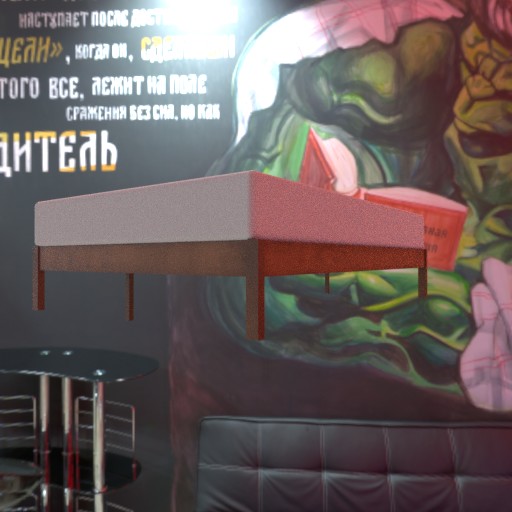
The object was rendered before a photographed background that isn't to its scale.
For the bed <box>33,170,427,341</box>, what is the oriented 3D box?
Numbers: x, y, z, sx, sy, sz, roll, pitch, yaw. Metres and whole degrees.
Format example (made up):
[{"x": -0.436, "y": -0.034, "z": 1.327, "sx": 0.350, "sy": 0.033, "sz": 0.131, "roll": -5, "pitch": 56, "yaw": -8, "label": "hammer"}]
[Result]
[{"x": 0.000, "y": 0.000, "z": 2.790, "sx": 1.529, "sy": 0.593, "sz": 2.050, "roll": 0, "pitch": 0, "yaw": 37, "label": "bed"}]
